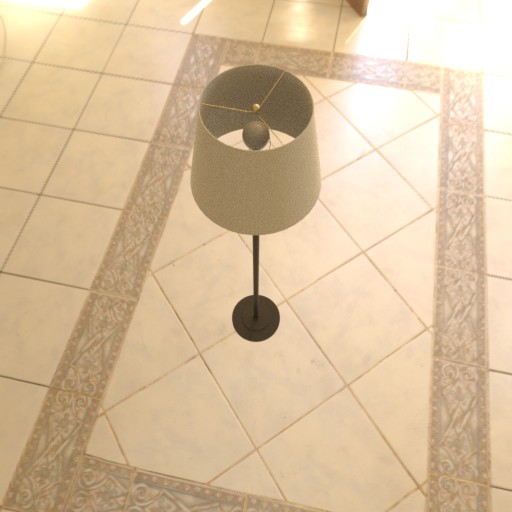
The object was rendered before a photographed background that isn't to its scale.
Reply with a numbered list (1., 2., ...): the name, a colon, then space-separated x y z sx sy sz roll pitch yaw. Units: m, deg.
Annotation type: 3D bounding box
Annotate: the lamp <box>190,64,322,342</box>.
1. lamp: 0.000 0.000 1.605 0.348 1.473 0.348 2 64 1
